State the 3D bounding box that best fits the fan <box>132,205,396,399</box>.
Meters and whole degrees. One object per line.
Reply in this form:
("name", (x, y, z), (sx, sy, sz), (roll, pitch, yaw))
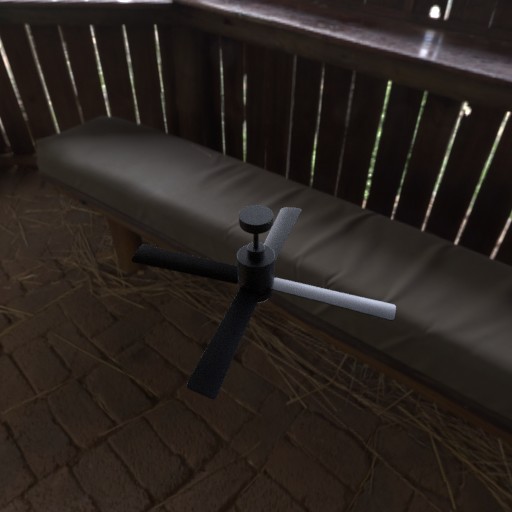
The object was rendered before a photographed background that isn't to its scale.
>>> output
("fan", (0.000, 0.000, 2.370), (1.525, 0.534, 1.525), (13, 42, 15))
